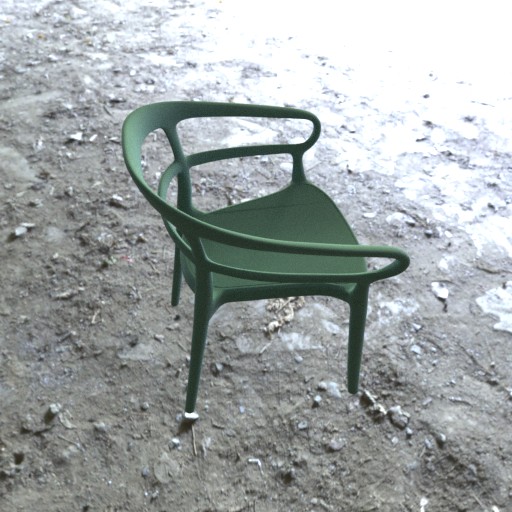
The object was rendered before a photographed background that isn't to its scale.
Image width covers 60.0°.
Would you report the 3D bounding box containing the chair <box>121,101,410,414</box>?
[{"bbox_3d":[0.000,0.000,1.159,0.527,0.761,0.559,-10,47,-9],"label":"chair"}]
